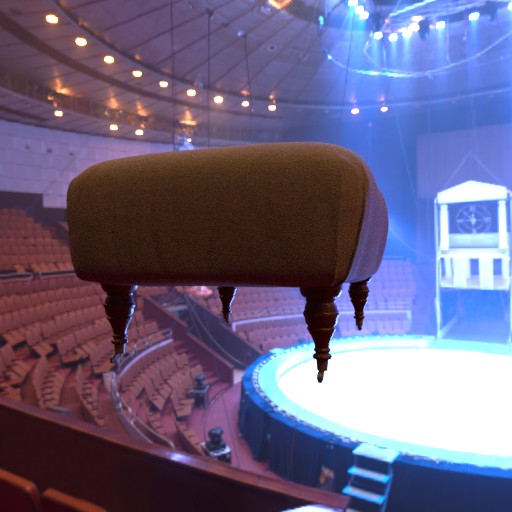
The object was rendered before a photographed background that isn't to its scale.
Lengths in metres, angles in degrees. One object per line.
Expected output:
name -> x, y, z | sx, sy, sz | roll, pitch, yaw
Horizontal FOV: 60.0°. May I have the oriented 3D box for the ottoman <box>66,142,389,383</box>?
ottoman -> 0.000, 0.000, 1.133 | 0.622, 0.450, 0.747 | 0, 0, 20
